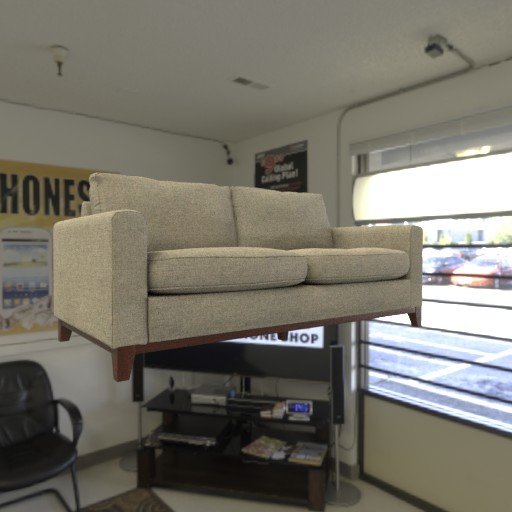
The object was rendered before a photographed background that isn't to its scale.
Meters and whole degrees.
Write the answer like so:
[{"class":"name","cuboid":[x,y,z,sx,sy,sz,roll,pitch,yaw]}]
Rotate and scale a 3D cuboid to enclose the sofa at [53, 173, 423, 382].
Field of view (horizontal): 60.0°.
[{"class":"sofa","cuboid":[0.000,0.000,2.544,1.978,0.892,0.969,-1,1,-37]}]
